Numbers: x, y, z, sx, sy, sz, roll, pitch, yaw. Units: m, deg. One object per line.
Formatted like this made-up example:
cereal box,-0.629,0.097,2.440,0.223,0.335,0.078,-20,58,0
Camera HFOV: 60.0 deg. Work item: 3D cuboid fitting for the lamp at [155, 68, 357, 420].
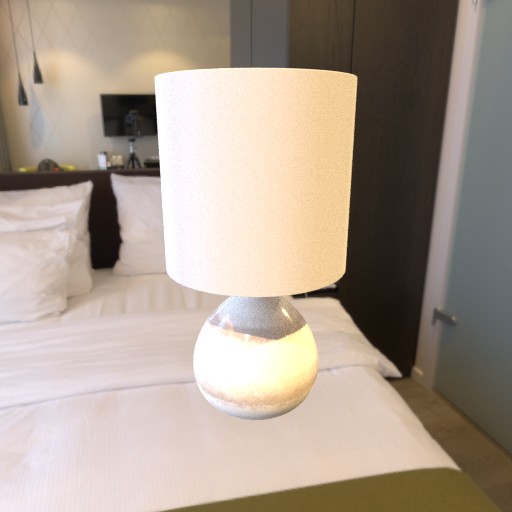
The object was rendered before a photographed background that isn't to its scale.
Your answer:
lamp,0.000,0.000,0.543,0.217,0.404,0.217,16,23,42
